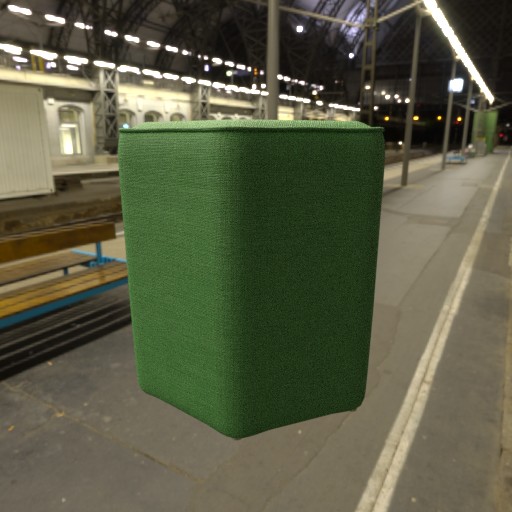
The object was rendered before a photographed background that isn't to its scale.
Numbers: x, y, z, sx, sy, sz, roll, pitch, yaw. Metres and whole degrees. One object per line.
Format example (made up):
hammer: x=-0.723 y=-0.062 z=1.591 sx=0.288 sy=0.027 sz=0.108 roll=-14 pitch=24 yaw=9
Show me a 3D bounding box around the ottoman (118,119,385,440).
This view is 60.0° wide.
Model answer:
ottoman: x=0.000 y=0.000 z=0.884 sx=0.444 sy=0.507 sz=0.499 roll=2 pitch=15 yaw=8
